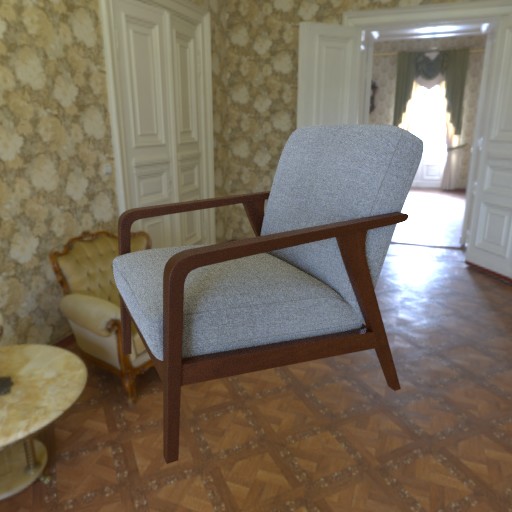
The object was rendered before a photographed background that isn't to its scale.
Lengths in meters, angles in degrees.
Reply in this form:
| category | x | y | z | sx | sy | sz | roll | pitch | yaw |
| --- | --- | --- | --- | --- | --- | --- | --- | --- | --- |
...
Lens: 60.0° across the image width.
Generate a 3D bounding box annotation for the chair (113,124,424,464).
| category | x | y | z | sx | sy | sz | roll | pitch | yaw |
| --- | --- | --- | --- | --- | --- | --- | --- | --- | --- |
| chair | 0.000 | 0.000 | 1.484 | 0.858 | 0.847 | 0.704 | -7 | 17 | -25 |
